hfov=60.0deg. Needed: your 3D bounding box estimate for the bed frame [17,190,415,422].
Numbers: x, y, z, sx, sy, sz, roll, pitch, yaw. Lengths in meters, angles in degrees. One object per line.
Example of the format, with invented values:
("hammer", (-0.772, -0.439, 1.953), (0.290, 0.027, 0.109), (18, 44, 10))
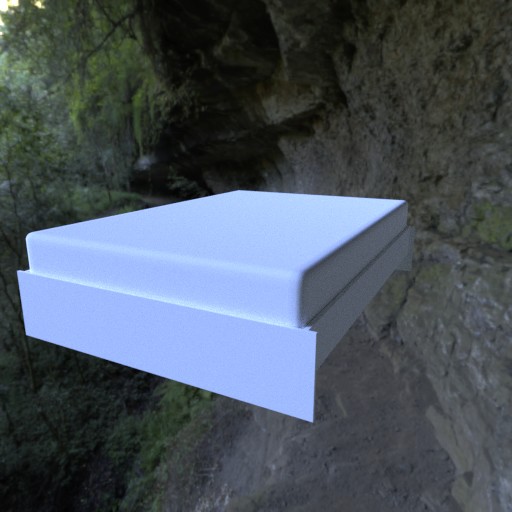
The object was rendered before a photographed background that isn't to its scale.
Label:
("bed frame", (0.000, 0.000, 2.550), (1.445, 0.497, 1.945), (8, 17, 27))
